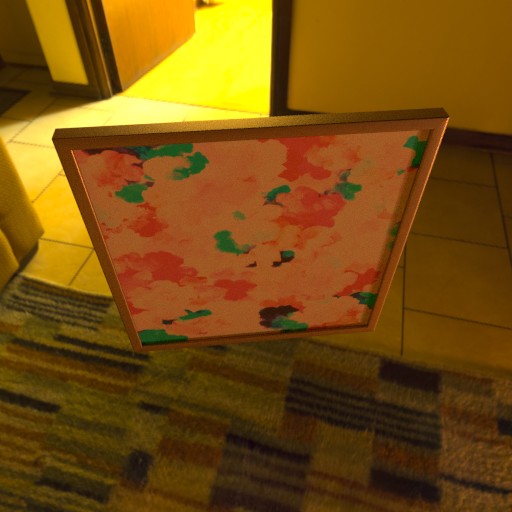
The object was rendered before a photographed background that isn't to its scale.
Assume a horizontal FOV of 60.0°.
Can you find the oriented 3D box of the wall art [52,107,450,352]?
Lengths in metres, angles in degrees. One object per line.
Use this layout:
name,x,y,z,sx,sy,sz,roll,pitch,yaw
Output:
wall art,0.000,0.000,1.142,0.767,0.765,0.036,-4,47,-4
